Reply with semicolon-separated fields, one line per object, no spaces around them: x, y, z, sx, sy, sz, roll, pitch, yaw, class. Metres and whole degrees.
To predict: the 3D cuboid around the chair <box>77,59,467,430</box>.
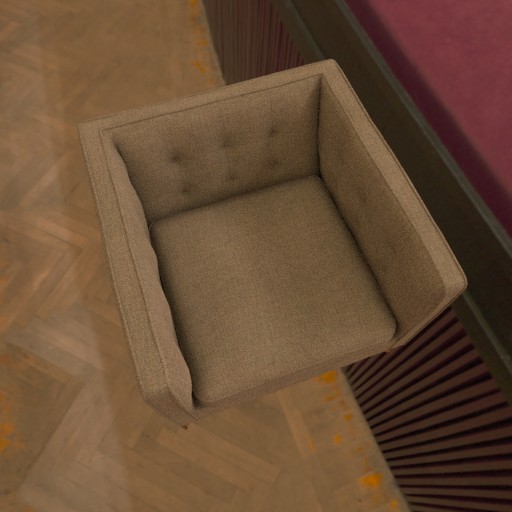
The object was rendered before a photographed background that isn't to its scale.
0.000;0.000;1.620;0.920;0.799;0.912;-18;64;-9;chair
